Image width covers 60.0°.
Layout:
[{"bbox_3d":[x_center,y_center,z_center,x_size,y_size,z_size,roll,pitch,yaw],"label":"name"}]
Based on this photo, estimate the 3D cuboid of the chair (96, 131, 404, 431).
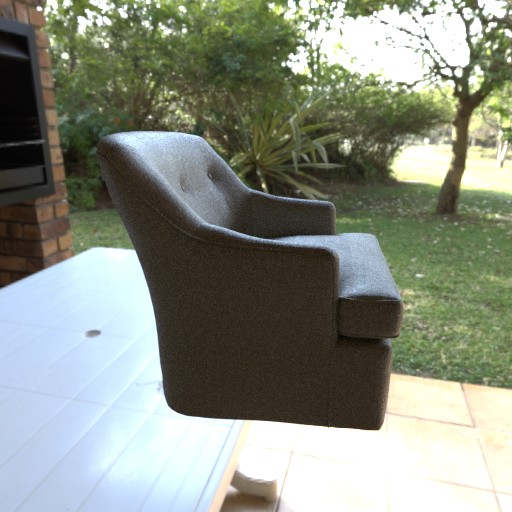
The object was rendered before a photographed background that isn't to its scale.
[{"bbox_3d":[0.000,0.000,1.584,0.923,0.856,0.864,3,16,9],"label":"chair"}]
